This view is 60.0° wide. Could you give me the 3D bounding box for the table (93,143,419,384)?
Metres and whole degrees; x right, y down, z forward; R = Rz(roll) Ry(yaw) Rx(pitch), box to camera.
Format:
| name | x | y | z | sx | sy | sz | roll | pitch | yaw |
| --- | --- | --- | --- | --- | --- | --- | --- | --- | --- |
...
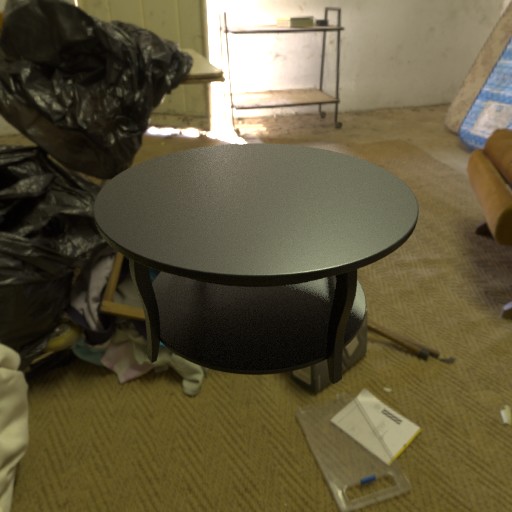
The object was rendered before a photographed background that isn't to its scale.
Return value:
| name | x | y | z | sx | sy | sz | roll | pitch | yaw |
| --- | --- | --- | --- | --- | --- | --- | --- | --- | --- |
| table | 0.000 | 0.000 | 1.421 | 0.914 | 0.457 | 0.914 | 0 | 31 | 0 |
